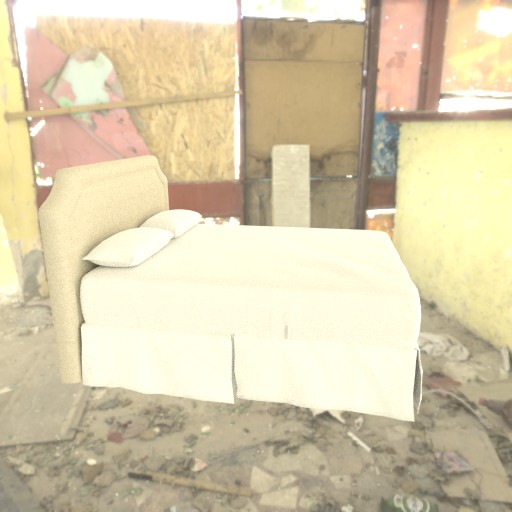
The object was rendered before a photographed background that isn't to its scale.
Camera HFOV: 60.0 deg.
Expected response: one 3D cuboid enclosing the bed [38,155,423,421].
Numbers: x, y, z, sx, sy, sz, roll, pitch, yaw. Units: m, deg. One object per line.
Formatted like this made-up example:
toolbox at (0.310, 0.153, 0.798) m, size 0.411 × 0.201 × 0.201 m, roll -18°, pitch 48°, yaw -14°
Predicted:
bed at (0.000, 0.000, 3.120) m, size 2.116 × 1.290 × 1.693 m, roll 3°, pitch 17°, yaw 9°
